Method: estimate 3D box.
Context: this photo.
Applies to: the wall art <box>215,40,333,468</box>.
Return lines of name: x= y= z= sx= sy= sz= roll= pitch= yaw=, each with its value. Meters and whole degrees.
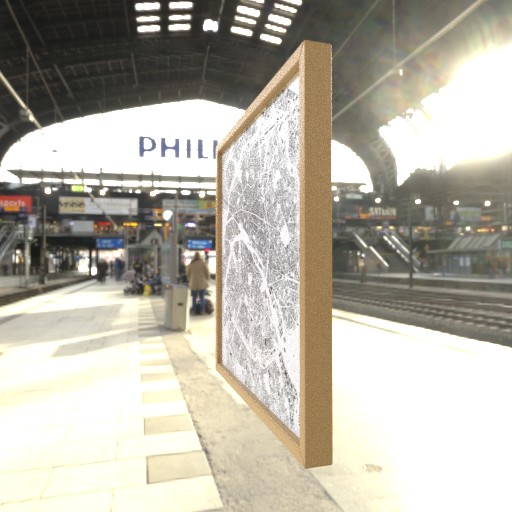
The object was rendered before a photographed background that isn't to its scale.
wall art: x=0.000 y=0.000 z=0.773 sx=0.036 sy=0.509 sz=0.509 roll=0 pitch=-1 yaw=-17
